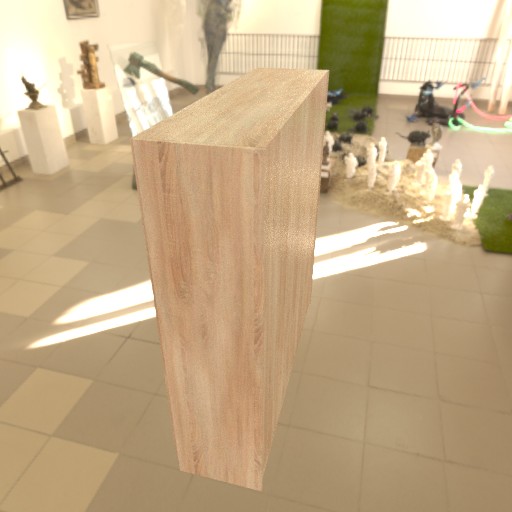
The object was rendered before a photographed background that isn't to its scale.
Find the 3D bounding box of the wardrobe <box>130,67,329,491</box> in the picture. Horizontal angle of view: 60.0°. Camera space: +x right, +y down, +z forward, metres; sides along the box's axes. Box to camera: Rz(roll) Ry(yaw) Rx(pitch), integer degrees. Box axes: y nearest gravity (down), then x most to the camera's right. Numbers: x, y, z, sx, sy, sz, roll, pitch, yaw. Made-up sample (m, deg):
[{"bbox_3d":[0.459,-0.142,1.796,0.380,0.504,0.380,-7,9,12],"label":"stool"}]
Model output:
[{"bbox_3d":[0.000,0.000,3.089,0.598,2.159,1.998,8,32,13],"label":"wardrobe"}]
